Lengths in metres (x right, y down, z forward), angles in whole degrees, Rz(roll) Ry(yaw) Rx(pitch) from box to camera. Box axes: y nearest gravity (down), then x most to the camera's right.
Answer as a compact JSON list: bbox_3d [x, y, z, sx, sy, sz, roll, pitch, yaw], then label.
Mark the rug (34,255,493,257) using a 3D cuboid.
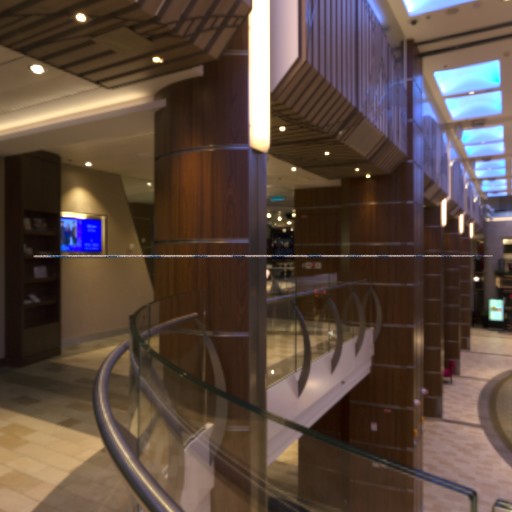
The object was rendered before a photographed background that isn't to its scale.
[{"bbox_3d":[0.000,0.000,2.984,2.439,0.008,1.531,0,0,-16],"label":"rug"}]
